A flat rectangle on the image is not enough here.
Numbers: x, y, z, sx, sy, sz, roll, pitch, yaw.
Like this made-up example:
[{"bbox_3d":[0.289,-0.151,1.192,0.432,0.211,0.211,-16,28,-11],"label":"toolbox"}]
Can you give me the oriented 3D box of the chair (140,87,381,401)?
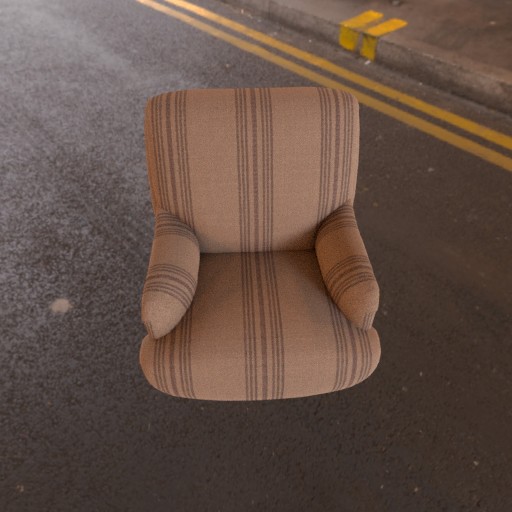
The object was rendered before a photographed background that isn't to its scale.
[{"bbox_3d":[0.000,0.000,1.621,0.813,0.940,0.914,-2,46,-2],"label":"chair"}]
